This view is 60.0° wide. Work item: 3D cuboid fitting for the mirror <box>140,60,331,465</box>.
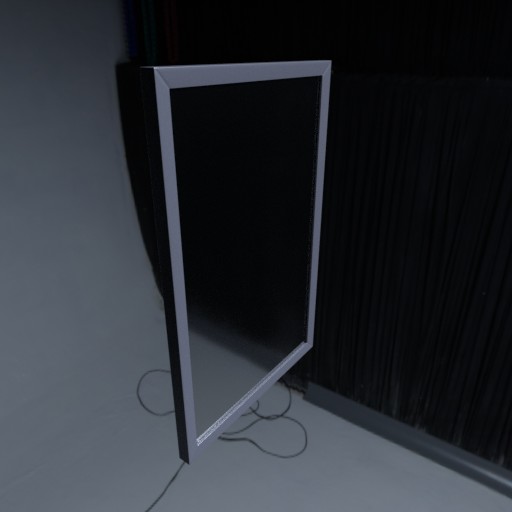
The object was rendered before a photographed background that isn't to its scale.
[{"bbox_3d":[0.000,0.000,1.146,0.040,0.915,0.609,18,30,33],"label":"mirror"}]
